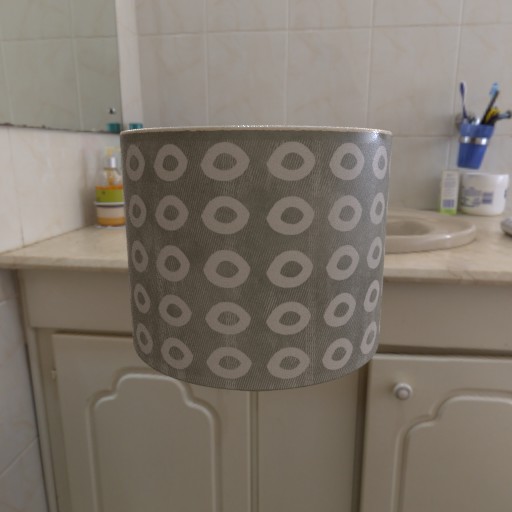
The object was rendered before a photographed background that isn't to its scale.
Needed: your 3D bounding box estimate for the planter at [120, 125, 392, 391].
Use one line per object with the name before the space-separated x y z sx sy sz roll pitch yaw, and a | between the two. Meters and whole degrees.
planter | 0.000 0.000 0.342 0.190 0.181 0.190 0 13 0
